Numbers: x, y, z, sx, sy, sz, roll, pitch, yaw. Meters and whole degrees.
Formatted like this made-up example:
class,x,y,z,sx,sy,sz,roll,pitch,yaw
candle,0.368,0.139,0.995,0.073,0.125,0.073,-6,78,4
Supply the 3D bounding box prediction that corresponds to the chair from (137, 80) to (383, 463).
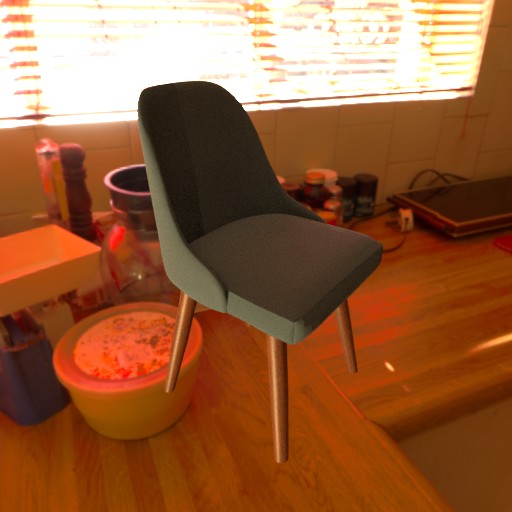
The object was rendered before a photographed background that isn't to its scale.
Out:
class,x,y,z,sx,sy,sz,roll,pitch,yaw
chair,0.000,0.000,1.253,0.589,0.882,0.503,19,33,32
